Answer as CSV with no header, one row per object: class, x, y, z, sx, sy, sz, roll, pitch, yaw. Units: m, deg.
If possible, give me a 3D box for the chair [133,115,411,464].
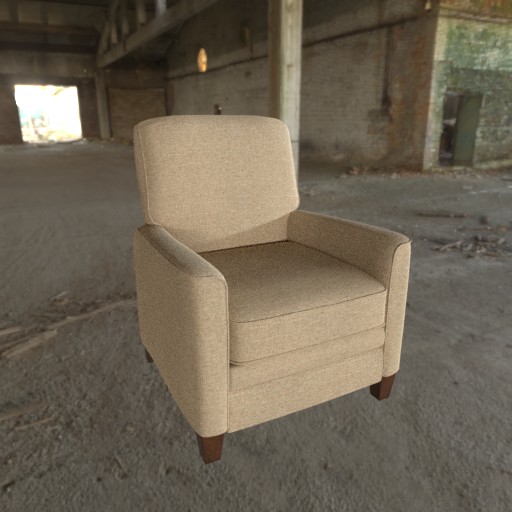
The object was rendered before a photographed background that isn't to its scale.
chair,0.000,0.000,1.689,0.841,1.028,0.858,-9,19,-26
